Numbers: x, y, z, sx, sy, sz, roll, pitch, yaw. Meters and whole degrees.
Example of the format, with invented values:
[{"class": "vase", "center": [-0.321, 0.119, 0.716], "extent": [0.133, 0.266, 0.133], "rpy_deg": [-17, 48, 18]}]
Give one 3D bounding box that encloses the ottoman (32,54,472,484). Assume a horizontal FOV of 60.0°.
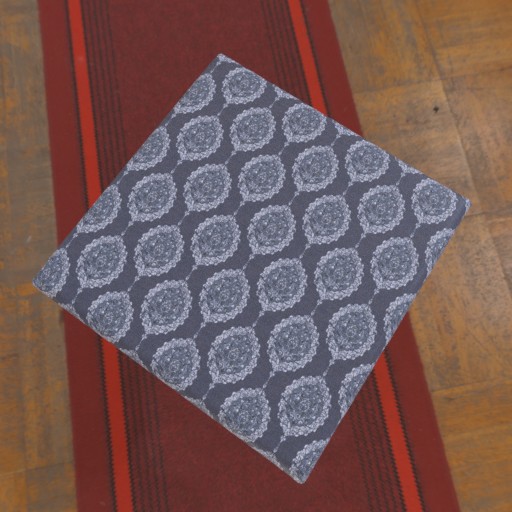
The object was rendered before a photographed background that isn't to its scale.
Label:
[{"class": "ottoman", "center": [0.000, 0.000, 1.373], "extent": [0.889, 0.409, 0.890], "rpy_deg": [34, 78, 8]}]
